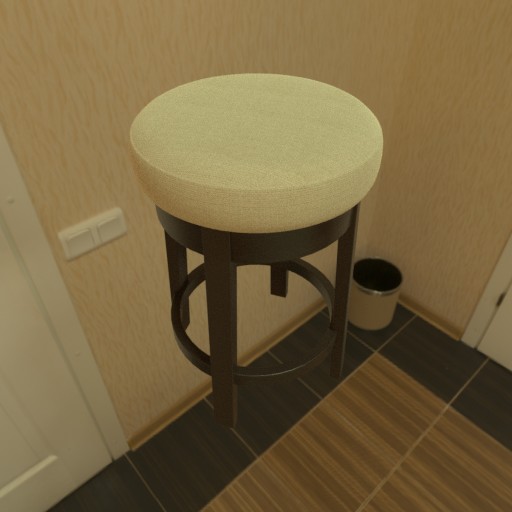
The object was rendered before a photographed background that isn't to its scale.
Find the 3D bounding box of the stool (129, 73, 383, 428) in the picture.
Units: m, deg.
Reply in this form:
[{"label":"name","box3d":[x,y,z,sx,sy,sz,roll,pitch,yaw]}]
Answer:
[{"label":"stool","box3d":[0.000,0.000,0.947,0.449,0.655,0.449,0,41,0]}]
